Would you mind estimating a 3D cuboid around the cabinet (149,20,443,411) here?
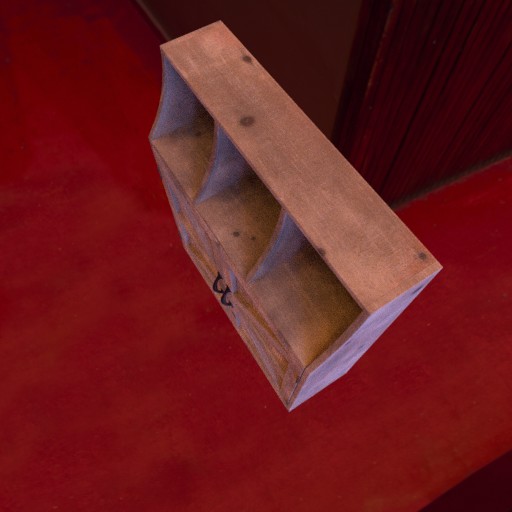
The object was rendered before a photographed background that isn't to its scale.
[{"bbox_3d":[0.000,0.000,0.828,0.184,0.590,0.489,-30,68,-14],"label":"cabinet"}]
